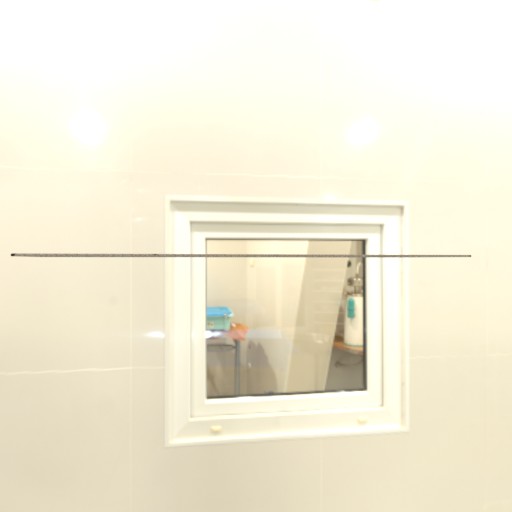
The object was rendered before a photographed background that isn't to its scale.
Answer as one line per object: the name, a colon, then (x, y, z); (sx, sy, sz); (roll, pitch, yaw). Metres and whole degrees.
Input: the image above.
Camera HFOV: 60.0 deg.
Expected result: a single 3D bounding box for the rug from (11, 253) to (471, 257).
rug: (0.000, 0.000, 2.621); (2.438, 0.012, 0.762); (0, 0, -17)
